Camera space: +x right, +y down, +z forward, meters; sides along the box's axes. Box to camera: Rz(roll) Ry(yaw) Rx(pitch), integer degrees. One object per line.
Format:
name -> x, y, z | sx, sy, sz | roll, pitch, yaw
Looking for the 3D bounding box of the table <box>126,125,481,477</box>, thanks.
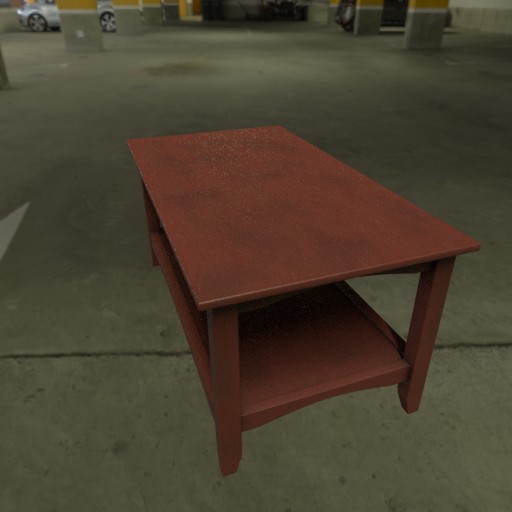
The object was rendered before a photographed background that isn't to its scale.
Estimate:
table -> 0.000, 0.000, 1.227 | 0.533, 0.456, 0.943 | -11, 32, -18
